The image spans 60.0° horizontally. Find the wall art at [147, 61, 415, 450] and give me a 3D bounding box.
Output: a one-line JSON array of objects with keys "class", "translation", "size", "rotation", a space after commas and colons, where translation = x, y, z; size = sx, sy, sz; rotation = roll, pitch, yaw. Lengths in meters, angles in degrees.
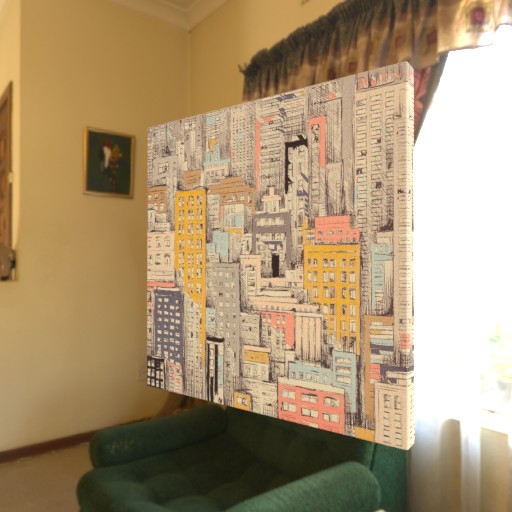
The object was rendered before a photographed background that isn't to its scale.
[{"class": "wall art", "translation": [0.000, 0.000, 0.880], "size": [0.607, 0.608, 0.038], "rotation": [0, 0, 36]}]
